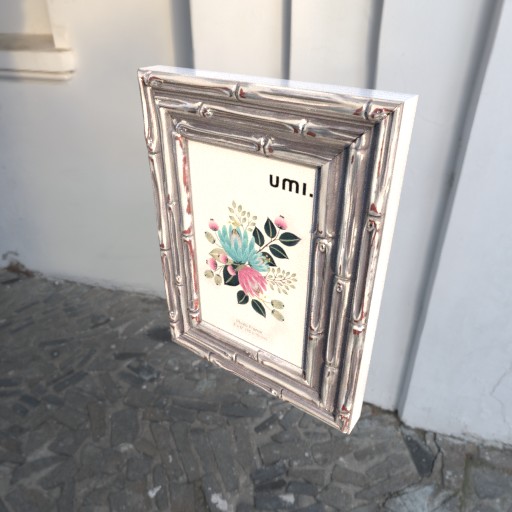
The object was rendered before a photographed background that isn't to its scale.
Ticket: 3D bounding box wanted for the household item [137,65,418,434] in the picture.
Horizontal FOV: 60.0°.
[{"bbox_3d":[0.000,0.000,0.289,0.165,0.216,0.025,20,36,30],"label":"household item"}]
